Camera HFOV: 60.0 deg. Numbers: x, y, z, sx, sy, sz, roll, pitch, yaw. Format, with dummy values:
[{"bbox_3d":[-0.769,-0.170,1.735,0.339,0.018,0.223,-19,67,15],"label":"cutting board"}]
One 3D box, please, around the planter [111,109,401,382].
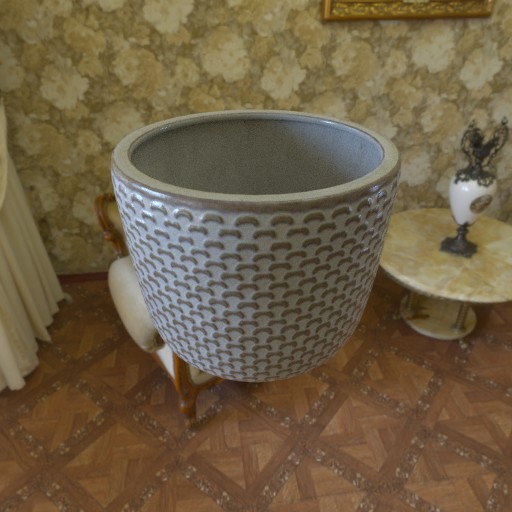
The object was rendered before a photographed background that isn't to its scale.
[{"bbox_3d":[0.000,0.000,0.250,0.139,0.130,0.139,0,32,0],"label":"planter"}]
